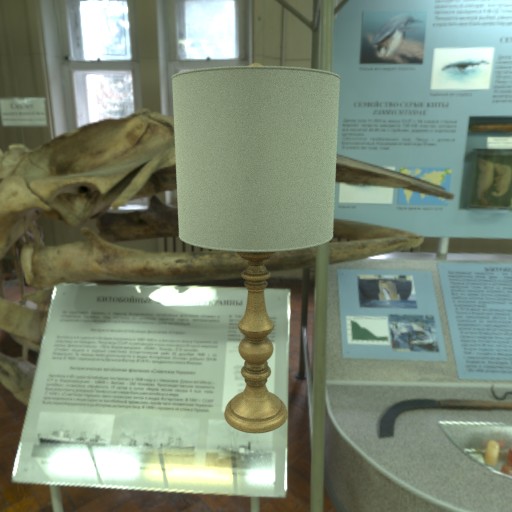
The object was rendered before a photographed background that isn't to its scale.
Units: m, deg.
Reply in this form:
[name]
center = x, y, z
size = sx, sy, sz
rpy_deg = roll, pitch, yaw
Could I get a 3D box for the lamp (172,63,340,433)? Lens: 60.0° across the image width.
[lamp]
center = 0.000, 0.000, 0.739
size = 0.250, 0.597, 0.250
rpy_deg = -7, 16, -27
